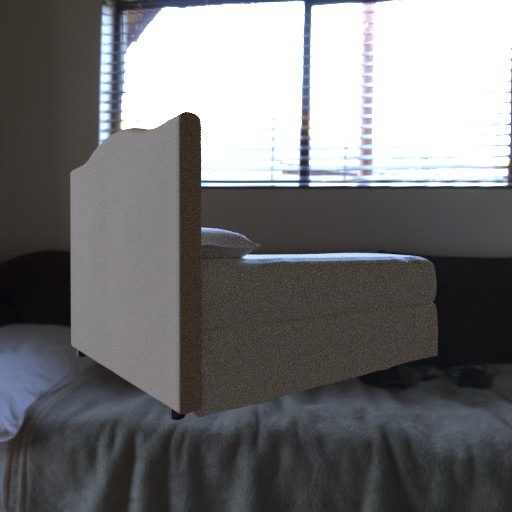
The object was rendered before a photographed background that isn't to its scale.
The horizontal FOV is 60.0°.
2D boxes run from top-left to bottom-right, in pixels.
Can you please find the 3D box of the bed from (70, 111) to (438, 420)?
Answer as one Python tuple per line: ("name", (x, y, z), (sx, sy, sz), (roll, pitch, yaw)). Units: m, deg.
("bed", (0.000, 0.000, 3.084), (2.052, 1.398, 1.678), (-1, 1, -37))
